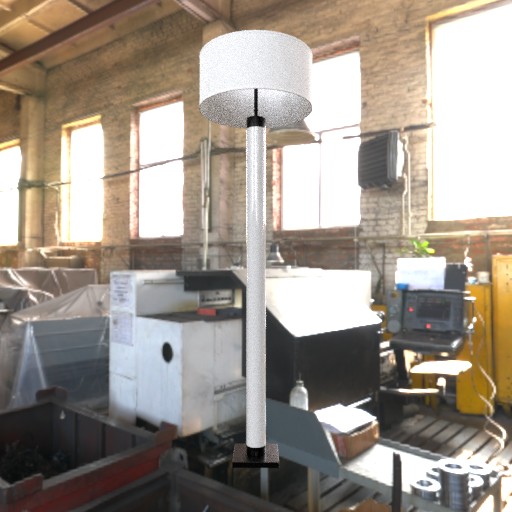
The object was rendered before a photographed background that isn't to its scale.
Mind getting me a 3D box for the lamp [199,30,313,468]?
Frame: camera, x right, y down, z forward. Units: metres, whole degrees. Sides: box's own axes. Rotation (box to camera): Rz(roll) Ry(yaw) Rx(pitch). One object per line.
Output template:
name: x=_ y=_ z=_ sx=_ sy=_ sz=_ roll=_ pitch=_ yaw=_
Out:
lamp: x=0.000 y=0.000 z=1.629 sx=0.420 sy=1.475 sz=0.420 roll=0 pitch=-1 yaw=1
